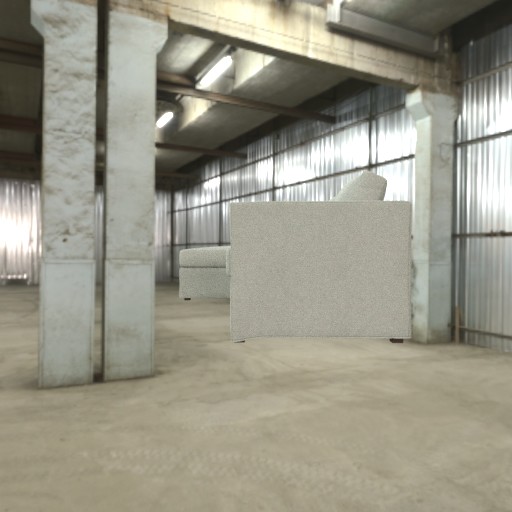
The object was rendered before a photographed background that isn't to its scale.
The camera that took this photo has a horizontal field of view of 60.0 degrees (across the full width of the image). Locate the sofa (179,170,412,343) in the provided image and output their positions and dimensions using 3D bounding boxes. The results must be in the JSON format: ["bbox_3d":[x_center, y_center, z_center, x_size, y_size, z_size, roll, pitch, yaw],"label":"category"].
[{"bbox_3d":[0.000,0.000,3.837,1.650,0.922,3.205,0,0,1],"label":"sofa"}]
